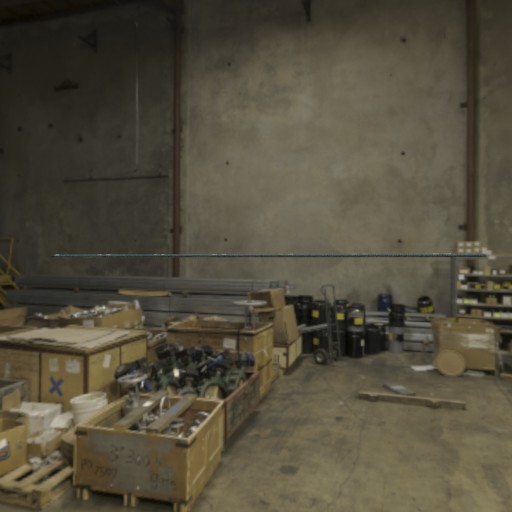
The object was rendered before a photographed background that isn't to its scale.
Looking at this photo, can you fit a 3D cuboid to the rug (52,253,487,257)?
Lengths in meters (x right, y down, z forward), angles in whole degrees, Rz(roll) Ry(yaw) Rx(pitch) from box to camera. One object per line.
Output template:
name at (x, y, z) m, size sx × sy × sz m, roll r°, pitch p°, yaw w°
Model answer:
rug at (0.000, 0.000, 2.551) m, size 2.276 × 0.014 × 0.678 m, roll 0°, pitch 0°, yaw 18°
